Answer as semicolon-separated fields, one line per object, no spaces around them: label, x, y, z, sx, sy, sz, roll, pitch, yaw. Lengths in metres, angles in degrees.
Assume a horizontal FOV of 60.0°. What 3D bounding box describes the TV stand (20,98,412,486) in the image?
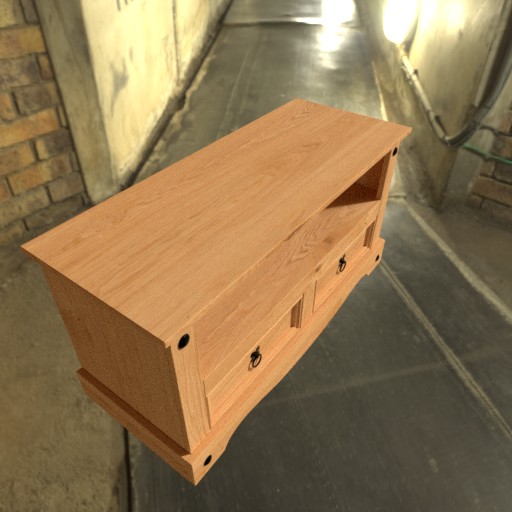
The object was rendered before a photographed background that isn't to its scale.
TV stand;0.000;0.000;1.341;0.440;0.550;1.080;25;46;27
